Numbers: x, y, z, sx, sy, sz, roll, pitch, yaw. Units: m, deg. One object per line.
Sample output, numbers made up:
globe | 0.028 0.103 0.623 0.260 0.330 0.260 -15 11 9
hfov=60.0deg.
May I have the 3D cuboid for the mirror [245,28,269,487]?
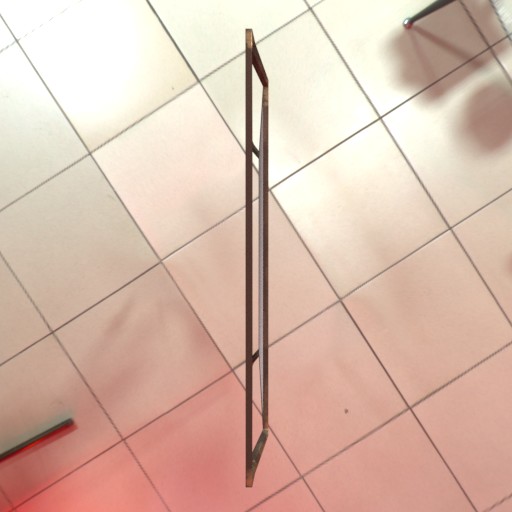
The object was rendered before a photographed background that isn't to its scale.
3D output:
mirror | 0.000 0.000 0.894 0.032 0.610 0.610 0 91 0
